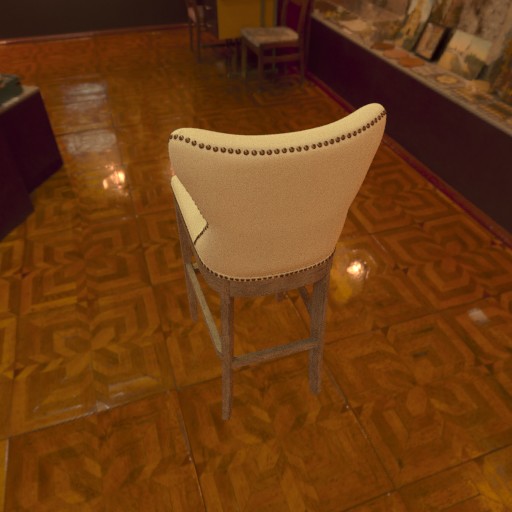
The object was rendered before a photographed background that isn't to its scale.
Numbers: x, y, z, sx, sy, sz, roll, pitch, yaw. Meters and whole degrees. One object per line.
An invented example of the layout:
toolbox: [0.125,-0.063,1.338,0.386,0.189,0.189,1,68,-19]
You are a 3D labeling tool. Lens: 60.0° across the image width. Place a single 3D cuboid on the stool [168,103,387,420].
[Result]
stool: [0.000,0.000,1.442,0.494,1.123,0.606,-11,43,-13]
